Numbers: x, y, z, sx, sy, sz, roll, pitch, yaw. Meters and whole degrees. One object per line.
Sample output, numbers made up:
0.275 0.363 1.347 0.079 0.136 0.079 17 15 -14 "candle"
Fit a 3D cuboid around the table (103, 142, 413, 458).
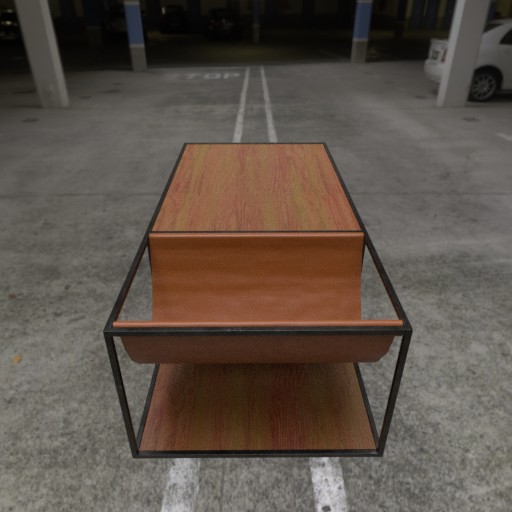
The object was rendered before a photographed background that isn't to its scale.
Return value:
0.000 0.000 1.467 0.597 0.403 1.199 0 31 0 "table"
